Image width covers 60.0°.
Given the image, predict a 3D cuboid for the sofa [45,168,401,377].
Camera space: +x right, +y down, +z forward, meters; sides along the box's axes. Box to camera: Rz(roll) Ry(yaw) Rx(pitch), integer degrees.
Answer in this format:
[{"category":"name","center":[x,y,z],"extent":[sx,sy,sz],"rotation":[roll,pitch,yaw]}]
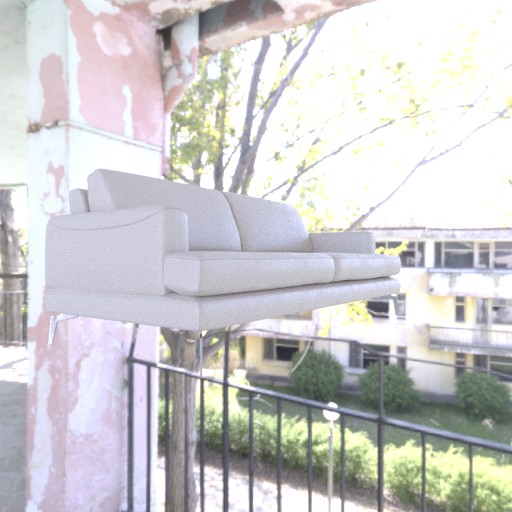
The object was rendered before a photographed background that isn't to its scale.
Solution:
[{"category":"sofa","center":[0.000,0.000,2.411],"extent":[0.974,0.765,1.940],"rotation":[0,0,36]}]
